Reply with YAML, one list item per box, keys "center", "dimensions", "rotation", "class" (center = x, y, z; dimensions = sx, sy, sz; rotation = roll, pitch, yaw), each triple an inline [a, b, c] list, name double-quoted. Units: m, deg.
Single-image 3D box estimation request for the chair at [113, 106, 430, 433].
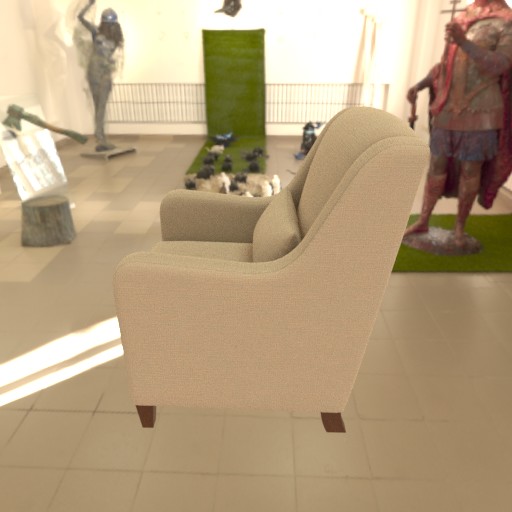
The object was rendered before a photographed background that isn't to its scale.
- center: [0.000, 0.000, 1.623]
  dimensions: [0.896, 1.017, 0.715]
  rotation: [1, 26, 1]
  class: "chair"
